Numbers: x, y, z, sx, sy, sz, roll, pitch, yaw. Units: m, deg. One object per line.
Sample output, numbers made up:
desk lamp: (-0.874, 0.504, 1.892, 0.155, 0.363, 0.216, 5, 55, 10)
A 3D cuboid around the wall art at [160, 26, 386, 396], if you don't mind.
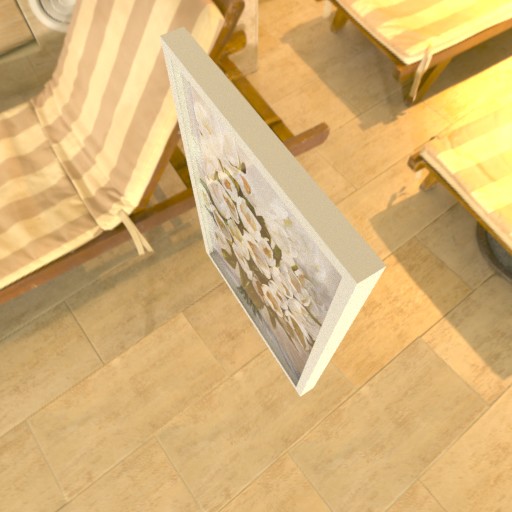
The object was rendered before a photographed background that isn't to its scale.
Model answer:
wall art: (0.000, 0.000, 0.544, 0.025, 0.428, 0.293, -29, 66, -14)
